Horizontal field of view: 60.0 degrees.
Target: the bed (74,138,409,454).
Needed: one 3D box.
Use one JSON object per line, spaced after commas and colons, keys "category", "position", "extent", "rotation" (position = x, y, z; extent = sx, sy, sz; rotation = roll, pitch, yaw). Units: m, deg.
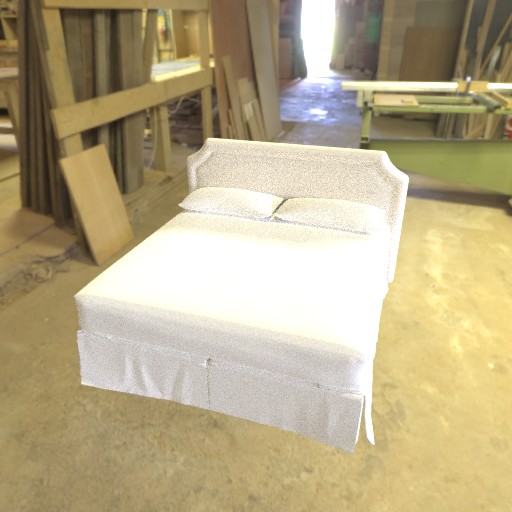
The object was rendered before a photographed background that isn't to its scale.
{"category": "bed", "position": [0.000, 0.000, 3.522], "extent": [2.160, 1.301, 2.204], "rotation": [9, 29, 16]}
